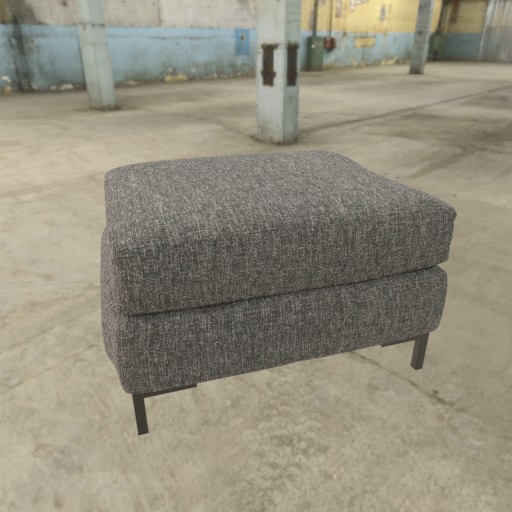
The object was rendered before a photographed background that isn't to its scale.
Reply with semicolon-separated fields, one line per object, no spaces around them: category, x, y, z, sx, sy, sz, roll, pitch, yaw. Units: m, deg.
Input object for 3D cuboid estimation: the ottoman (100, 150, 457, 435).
ottoman;0.000;0.000;1.230;0.828;0.480;0.683;-8;26;-16
